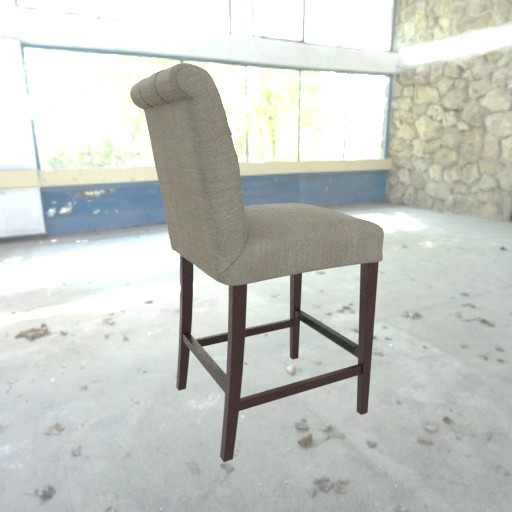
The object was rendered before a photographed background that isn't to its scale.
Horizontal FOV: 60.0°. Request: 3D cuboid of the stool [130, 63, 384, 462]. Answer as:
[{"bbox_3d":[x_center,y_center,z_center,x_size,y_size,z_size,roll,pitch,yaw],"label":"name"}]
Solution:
[{"bbox_3d":[0.000,0.000,1.448,0.660,1.084,0.486,-8,17,-26],"label":"stool"}]
